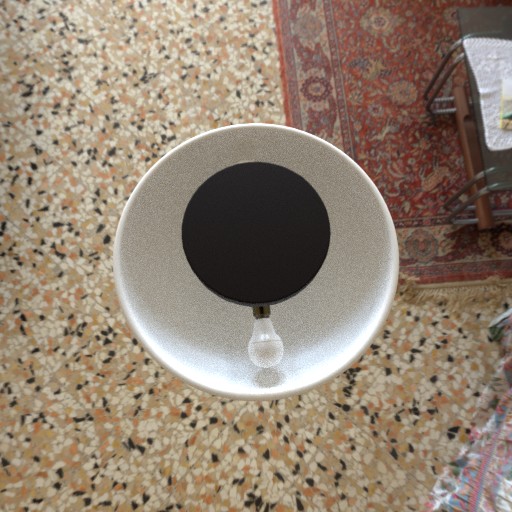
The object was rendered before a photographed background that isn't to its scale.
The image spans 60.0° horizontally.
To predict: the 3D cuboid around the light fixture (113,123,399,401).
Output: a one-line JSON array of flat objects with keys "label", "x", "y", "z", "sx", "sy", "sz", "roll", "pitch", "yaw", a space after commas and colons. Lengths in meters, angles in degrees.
[{"label": "light fixture", "x": 0.000, "y": 0.000, "z": 0.534, "sx": 0.331, "sy": 0.212, "sz": 0.331, "roll": 0, "pitch": 76, "yaw": 0}]
